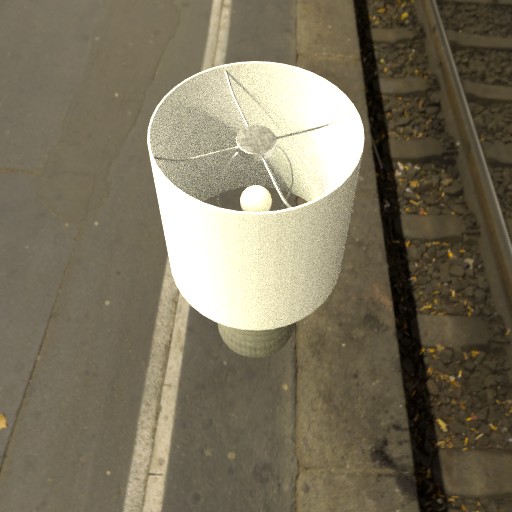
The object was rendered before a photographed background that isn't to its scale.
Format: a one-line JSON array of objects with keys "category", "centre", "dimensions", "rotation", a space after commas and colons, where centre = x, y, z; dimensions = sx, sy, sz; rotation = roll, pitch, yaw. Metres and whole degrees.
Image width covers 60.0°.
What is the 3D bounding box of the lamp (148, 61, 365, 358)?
[{"category": "lamp", "centre": [0.000, 0.000, 0.494], "dimensions": [0.186, 0.369, 0.186], "rotation": [0, 58, 0]}]
